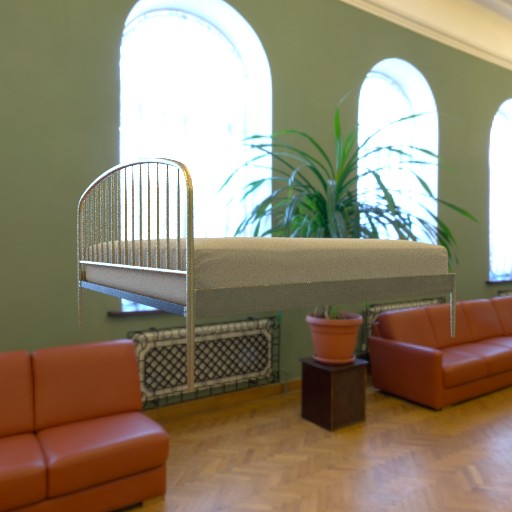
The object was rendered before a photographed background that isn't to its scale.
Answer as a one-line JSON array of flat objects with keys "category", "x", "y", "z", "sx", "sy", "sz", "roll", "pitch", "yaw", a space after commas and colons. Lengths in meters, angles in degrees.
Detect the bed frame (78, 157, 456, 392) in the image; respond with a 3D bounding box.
[{"category": "bed frame", "x": 0.000, "y": 0.000, "z": 3.419, "sx": 2.152, "sy": 1.174, "sz": 2.016, "roll": -1, "pitch": 1, "yaw": -35}]
